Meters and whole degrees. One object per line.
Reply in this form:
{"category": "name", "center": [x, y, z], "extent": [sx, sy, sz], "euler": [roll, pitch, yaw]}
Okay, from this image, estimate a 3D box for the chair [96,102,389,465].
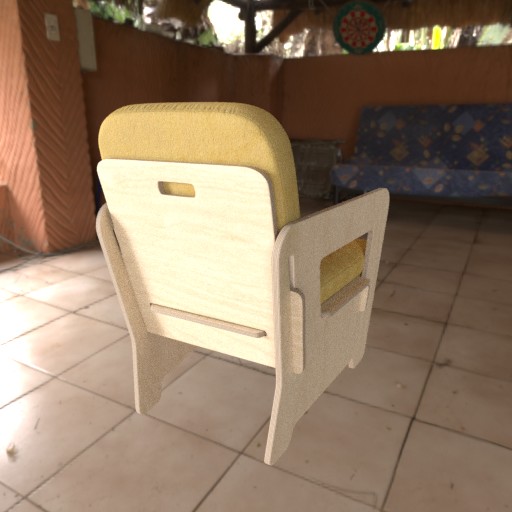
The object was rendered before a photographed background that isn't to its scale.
{"category": "chair", "center": [0.000, 0.000, 1.247], "extent": [0.590, 0.800, 0.710], "euler": [9, 20, 27]}
